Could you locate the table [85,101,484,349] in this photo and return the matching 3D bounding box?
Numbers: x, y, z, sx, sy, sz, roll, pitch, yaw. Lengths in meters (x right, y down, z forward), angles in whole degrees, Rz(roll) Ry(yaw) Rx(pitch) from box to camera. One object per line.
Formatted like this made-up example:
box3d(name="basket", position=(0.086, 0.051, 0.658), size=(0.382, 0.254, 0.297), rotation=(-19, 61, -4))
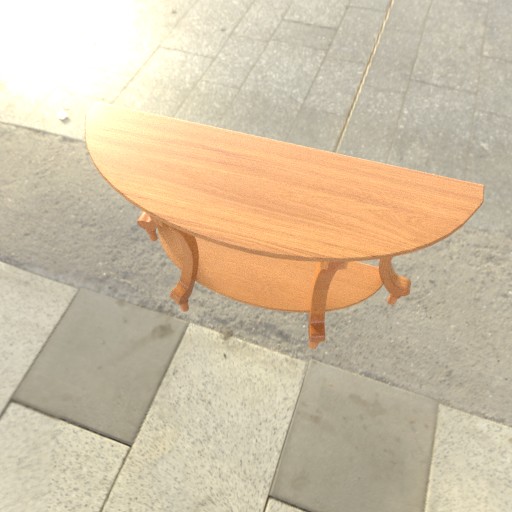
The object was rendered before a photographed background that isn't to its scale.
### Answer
box3d(name="table", position=(0.000, 0.000, 1.508), size=(1.198, 0.692, 0.394), rotation=(15, 59, 9))
